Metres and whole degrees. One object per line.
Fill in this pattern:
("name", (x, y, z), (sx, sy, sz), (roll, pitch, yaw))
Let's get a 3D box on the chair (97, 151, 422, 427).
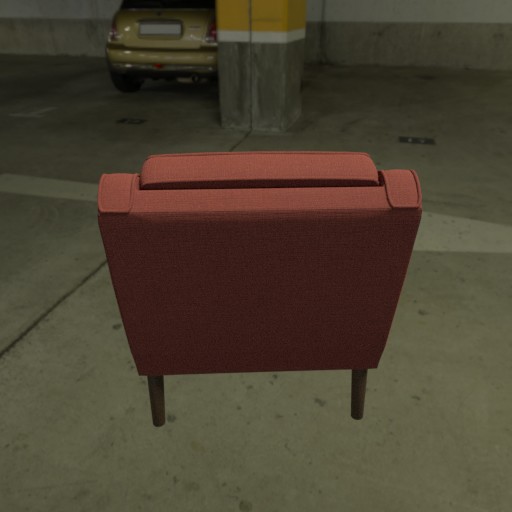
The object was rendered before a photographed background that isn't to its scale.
("chair", (0.000, 0.000, 1.385), (0.680, 0.812, 0.770), (-1, 30, -2))
